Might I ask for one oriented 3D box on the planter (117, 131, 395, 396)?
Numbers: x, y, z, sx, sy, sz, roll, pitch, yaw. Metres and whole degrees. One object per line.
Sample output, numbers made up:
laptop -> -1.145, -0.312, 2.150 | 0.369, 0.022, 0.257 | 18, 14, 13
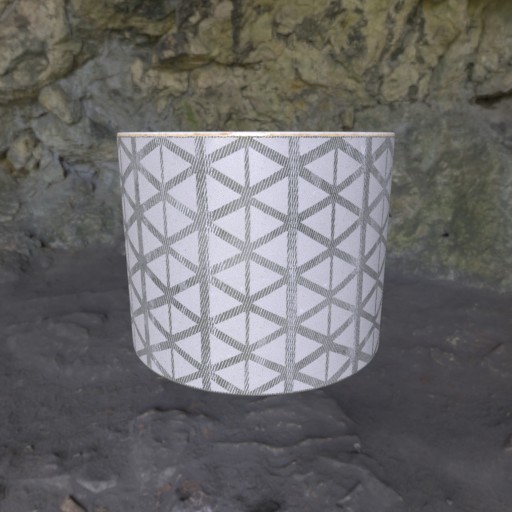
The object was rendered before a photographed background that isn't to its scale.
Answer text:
planter -> 0.000, 0.000, 0.339 | 0.190, 0.181, 0.190 | 0, 15, 0
